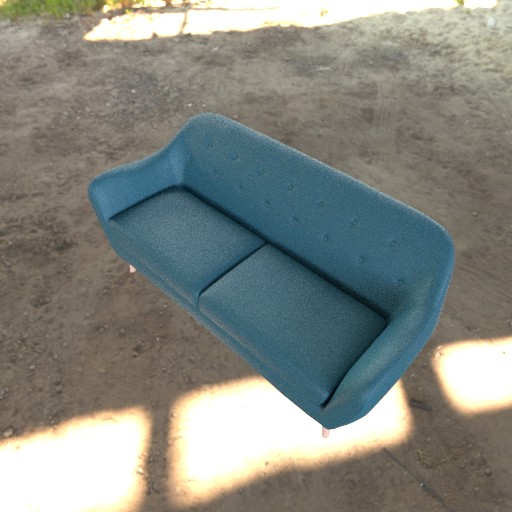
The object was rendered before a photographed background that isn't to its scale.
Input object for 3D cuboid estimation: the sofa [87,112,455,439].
[{"bbox_3d":[0.000,0.000,2.297,1.840,0.836,0.820,34,54,29],"label":"sofa"}]
